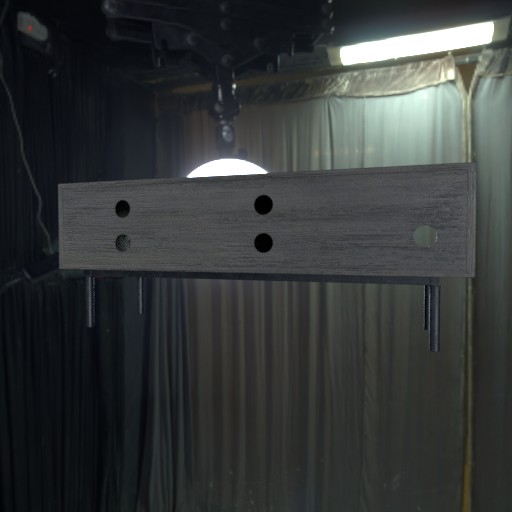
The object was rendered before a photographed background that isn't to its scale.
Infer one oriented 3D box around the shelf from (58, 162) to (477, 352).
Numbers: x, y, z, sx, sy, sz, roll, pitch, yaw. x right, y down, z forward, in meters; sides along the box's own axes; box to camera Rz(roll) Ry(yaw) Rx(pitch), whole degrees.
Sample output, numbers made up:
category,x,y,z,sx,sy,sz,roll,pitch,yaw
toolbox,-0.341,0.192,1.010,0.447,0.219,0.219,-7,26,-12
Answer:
category,x,y,z,sx,sy,sz,roll,pitch,yaw
shelf,0.000,0.000,1.513,1.300,0.495,0.400,1,2,18
